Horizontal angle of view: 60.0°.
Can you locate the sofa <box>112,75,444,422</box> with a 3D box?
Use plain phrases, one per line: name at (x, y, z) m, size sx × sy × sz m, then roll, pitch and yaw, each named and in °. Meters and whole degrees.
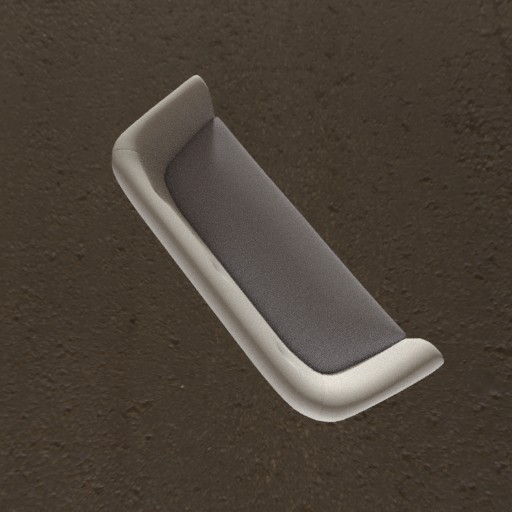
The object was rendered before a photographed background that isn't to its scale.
sofa at (0.000, 0.000, 2.610) m, size 0.827 × 0.795 × 2.160 m, roll -37°, pitch 78°, yaw -9°
